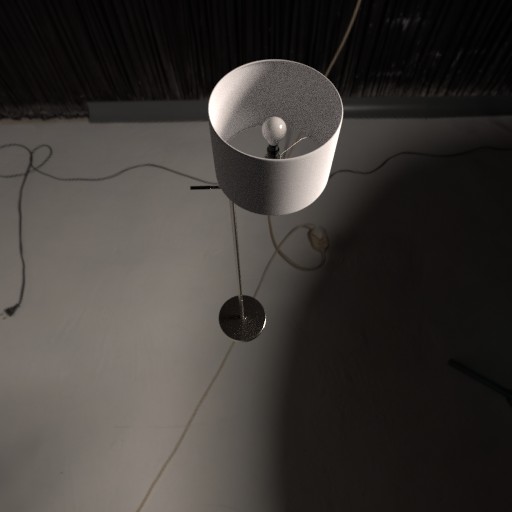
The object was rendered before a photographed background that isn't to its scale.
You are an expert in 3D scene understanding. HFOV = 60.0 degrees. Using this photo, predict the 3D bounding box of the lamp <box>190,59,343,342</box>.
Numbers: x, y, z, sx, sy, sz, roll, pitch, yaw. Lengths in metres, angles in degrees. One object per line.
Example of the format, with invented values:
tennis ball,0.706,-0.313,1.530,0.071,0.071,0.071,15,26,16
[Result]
lamp,0.000,0.000,1.773,0.416,1.600,0.324,-2,64,-1
